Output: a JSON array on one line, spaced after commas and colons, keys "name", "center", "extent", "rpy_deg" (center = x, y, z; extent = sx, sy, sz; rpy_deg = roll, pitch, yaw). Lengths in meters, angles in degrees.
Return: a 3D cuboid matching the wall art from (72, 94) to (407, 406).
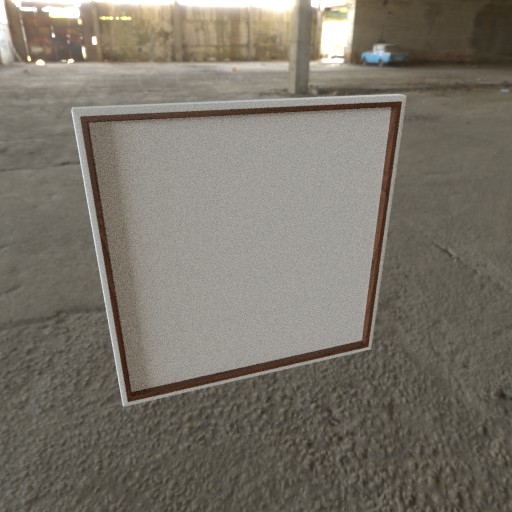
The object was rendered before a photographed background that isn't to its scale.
[{"name": "wall art", "center": [0.000, 0.000, 1.136], "extent": [0.757, 0.757, 0.037], "rpy_deg": [-8, 27, -17]}]
